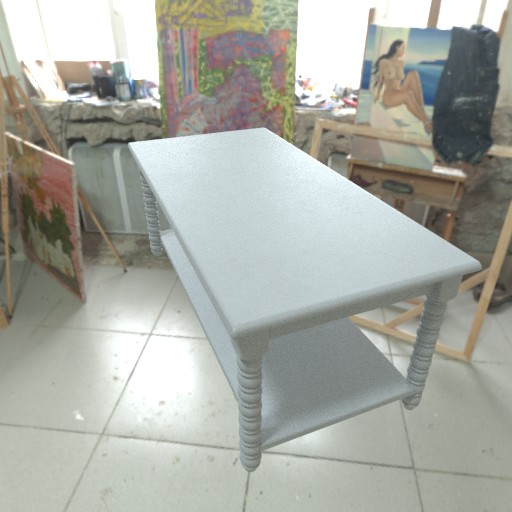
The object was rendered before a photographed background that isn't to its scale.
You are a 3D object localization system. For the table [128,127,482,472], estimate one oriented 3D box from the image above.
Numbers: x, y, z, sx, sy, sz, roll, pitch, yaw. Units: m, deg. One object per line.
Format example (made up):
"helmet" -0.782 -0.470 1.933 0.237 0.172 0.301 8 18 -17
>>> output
"table" 0.000 0.000 1.442 0.580 0.487 1.171 -12 33 -19
